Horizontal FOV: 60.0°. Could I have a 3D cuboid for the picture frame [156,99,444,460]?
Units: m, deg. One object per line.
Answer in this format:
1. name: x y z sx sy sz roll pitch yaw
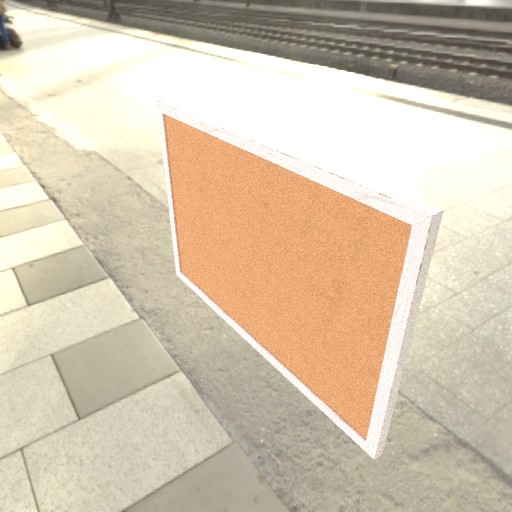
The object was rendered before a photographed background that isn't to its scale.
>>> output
1. picture frame: 0.000 0.000 1.190 0.029 0.640 0.950 -22 38 -31
